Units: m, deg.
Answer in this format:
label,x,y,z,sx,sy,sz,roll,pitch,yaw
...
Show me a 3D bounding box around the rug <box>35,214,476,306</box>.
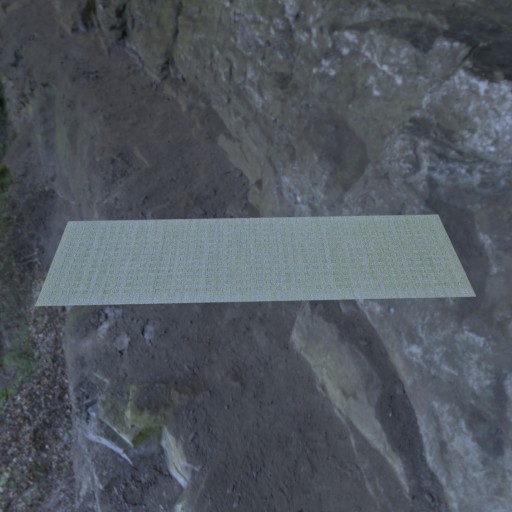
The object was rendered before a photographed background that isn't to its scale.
label,x,y,z,sx,sy,sz,roll,pitch,yaw
rug,0.000,0.000,2.687,2.437,0.006,0.686,-1,47,-1
